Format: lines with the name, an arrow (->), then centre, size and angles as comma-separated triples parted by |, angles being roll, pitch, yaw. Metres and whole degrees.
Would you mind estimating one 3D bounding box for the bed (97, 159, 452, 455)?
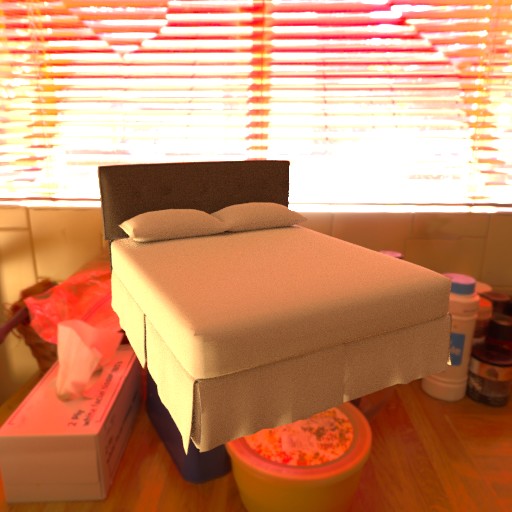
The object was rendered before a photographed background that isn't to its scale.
bed -> 0.000, 0.000, 2.846 | 1.610, 1.089, 1.894 | -8, 18, -27
